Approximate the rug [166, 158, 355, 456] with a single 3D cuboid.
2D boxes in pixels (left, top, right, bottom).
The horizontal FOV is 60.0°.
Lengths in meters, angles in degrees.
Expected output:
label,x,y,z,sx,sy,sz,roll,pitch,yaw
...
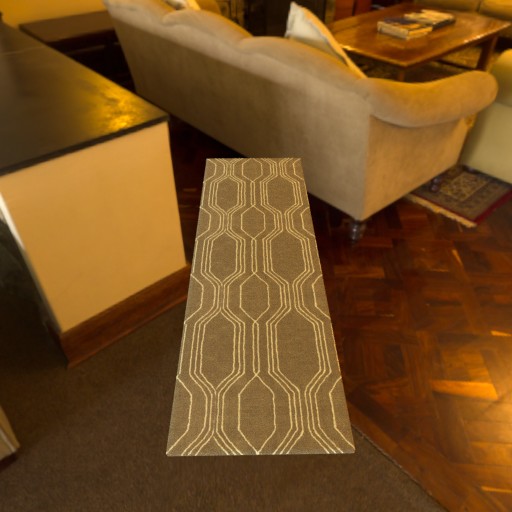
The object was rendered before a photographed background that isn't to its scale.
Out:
label,x,y,z,sx,sy,sz,roll,pitch,yaw
rug,0.000,0.000,2.735,0.773,0.012,2.464,-1,41,-1
